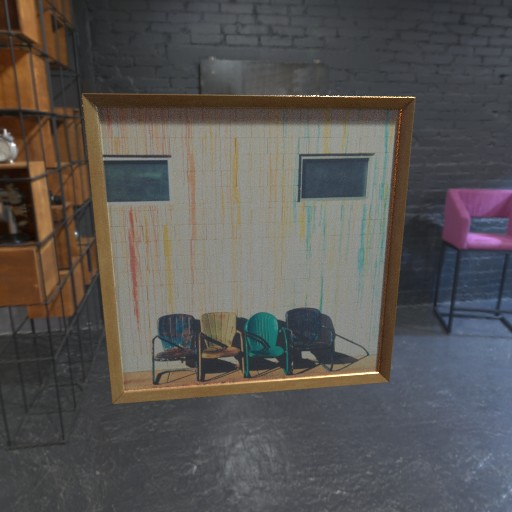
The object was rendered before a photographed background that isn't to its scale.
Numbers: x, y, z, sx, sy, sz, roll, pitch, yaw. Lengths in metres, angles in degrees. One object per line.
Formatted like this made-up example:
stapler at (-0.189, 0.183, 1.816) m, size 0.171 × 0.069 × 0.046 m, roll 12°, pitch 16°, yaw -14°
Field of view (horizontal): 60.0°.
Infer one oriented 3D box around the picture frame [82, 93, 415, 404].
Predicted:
picture frame at (0.000, 0.000, 1.118) m, size 0.758 × 0.761 × 0.037 m, roll -2°, pitch 16°, yaw -8°
